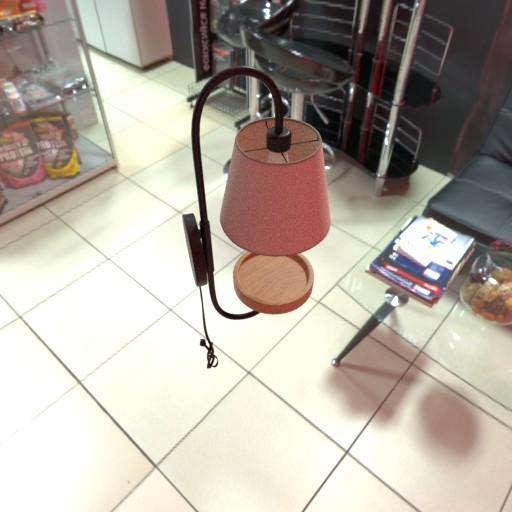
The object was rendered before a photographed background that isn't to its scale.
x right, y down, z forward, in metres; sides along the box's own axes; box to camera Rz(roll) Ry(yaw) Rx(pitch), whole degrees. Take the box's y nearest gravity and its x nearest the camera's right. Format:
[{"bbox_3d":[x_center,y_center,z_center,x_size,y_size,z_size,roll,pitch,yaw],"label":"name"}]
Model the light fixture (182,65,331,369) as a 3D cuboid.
[{"bbox_3d":[0.000,0.000,0.950,0.299,0.821,0.220,-11,48,-11],"label":"light fixture"}]
